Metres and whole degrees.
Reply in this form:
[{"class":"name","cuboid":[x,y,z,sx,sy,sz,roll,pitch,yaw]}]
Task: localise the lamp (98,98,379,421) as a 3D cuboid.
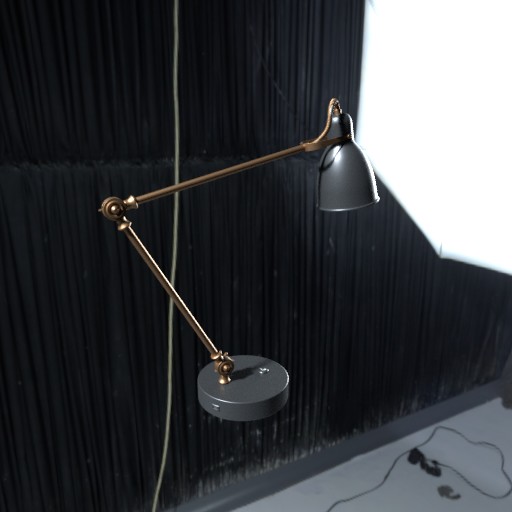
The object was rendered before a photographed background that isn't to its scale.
[{"class":"lamp","cuboid":[0.000,0.000,0.860,0.561,0.587,0.187,-8,17,-27]}]
